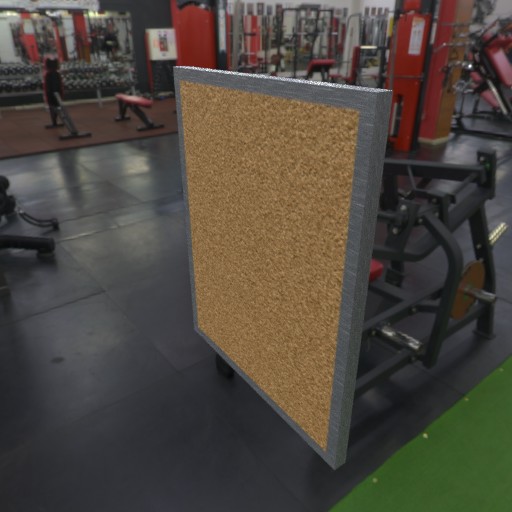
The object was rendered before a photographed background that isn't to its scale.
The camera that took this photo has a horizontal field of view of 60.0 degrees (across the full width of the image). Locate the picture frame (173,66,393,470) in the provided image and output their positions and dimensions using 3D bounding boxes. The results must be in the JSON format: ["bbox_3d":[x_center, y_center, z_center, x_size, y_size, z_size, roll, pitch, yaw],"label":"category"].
[{"bbox_3d":[0.000,0.000,0.739,0.029,0.559,0.454,-18,32,-31],"label":"picture frame"}]
